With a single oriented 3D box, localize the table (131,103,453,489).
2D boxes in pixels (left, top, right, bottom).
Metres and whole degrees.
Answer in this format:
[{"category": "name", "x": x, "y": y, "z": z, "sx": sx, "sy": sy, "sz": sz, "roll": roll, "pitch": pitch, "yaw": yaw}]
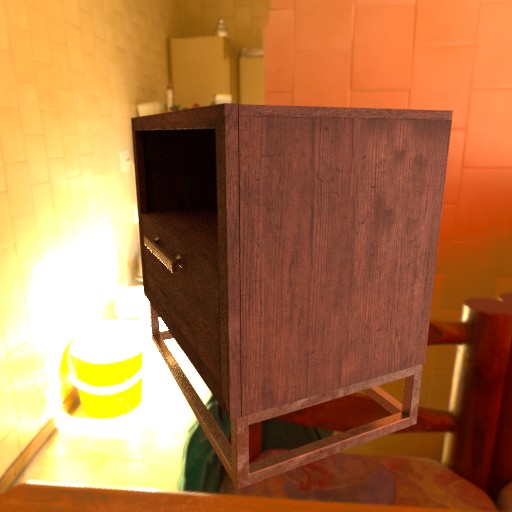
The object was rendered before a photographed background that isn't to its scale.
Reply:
[{"category": "table", "x": 0.000, "y": 0.000, "z": 1.228, "sx": 0.542, "sy": 0.746, "sz": 0.767, "roll": -7, "pitch": 17, "yaw": -25}]
